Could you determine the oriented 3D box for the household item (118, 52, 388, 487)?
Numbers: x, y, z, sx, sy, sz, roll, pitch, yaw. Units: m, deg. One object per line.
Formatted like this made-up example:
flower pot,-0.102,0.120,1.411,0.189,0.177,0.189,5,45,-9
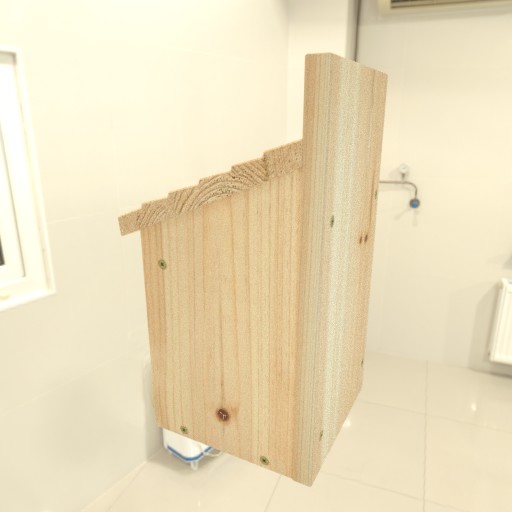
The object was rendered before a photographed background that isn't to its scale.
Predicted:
household item,0.000,0.000,0.387,0.171,0.300,0.149,9,19,26
